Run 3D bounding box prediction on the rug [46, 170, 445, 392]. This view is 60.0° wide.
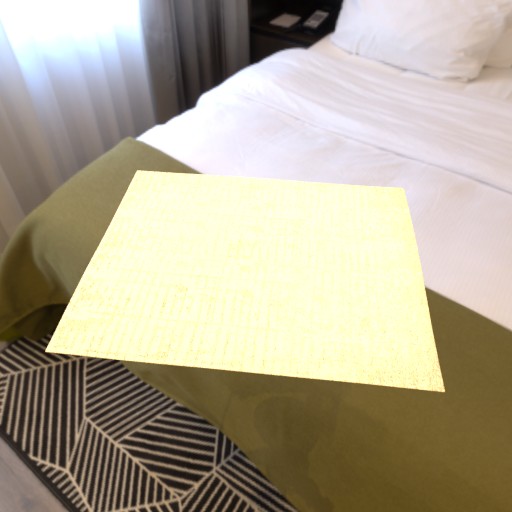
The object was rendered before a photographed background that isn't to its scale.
[{"bbox_3d":[0.000,0.000,4.192,3.061,0.014,2.447,5,46,4],"label":"rug"}]
